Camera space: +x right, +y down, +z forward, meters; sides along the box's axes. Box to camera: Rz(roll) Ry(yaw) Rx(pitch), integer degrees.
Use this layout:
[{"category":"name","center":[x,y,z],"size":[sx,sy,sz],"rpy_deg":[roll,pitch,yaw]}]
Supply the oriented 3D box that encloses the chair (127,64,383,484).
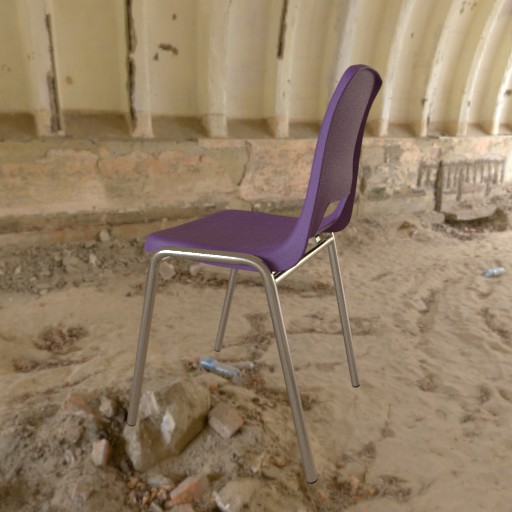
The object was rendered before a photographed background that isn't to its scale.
[{"category":"chair","center":[0.000,0.000,0.917],"size":[0.432,0.704,0.381],"rpy_deg":[7,18,24]}]
